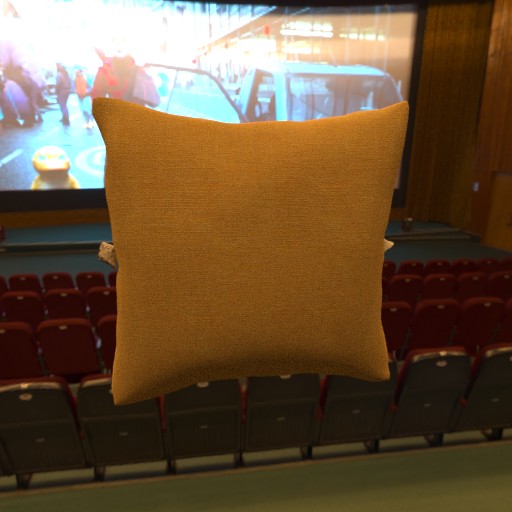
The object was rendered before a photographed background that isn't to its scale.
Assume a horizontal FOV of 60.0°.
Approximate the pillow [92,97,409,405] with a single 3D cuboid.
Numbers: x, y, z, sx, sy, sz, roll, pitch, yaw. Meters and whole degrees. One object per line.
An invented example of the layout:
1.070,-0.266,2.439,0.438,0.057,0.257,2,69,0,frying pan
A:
0.000,0.000,0.721,0.485,0.481,0.167,-2,16,-9,pillow
